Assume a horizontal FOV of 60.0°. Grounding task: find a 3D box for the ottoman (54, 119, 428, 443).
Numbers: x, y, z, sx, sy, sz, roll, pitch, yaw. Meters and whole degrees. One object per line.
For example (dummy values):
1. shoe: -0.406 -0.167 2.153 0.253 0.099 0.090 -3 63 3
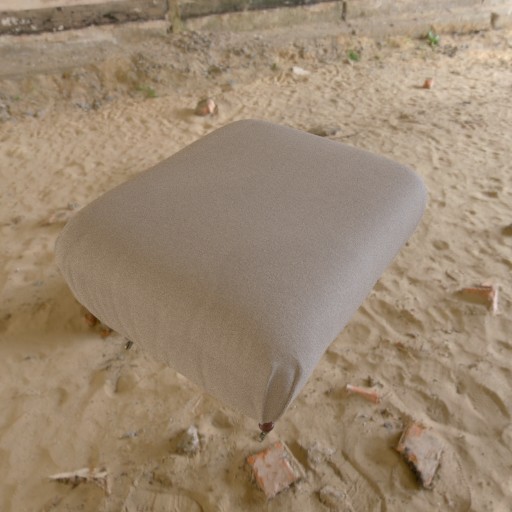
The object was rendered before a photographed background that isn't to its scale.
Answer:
1. ottoman: 0.000 0.000 1.129 0.622 0.450 0.746 25 48 26
